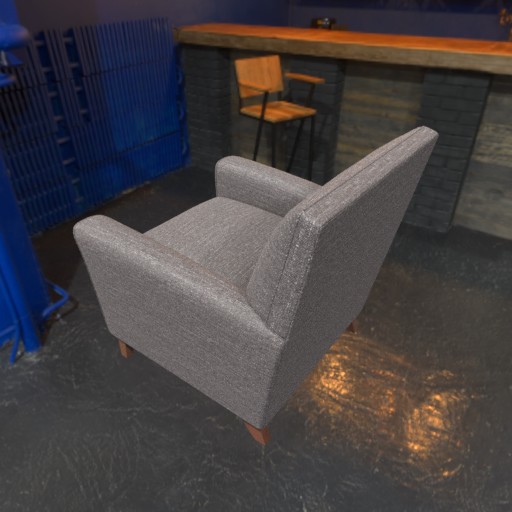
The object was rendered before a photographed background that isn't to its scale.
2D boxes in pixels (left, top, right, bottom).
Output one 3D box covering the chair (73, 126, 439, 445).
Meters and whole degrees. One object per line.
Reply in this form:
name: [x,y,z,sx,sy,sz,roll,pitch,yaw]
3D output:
chair: [0.000,0.000,1.579,0.875,0.885,0.838,21,38,30]
